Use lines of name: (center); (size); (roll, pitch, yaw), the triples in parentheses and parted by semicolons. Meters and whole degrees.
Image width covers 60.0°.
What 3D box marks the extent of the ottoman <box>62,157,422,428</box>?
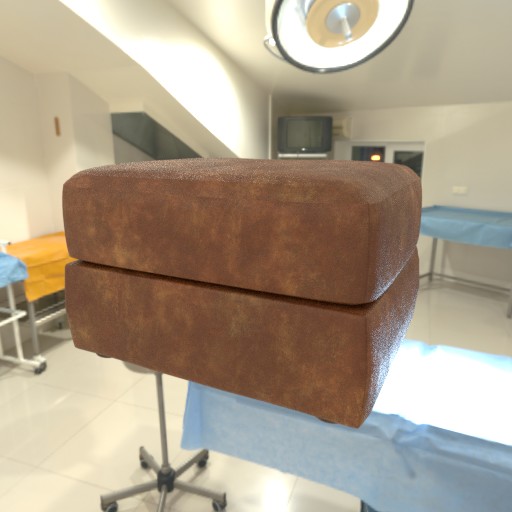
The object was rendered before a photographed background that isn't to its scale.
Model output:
ottoman: (0.000, 0.000, 1.128); (0.751, 0.476, 0.603); (7, 16, 26)
